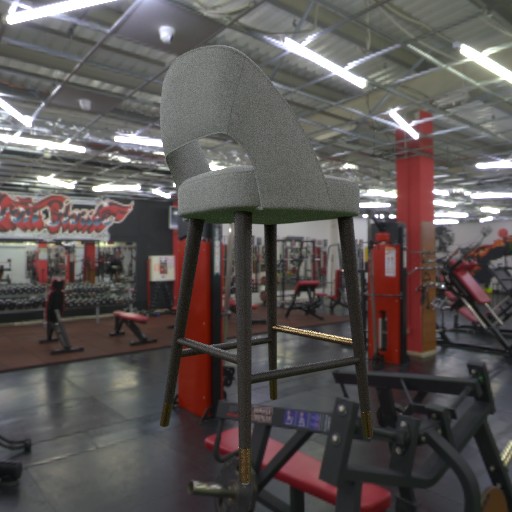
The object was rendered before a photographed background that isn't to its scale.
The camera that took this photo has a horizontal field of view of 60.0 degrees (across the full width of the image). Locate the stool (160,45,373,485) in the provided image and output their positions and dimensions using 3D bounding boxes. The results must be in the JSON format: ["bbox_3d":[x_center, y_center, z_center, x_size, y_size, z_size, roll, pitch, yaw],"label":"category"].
[{"bbox_3d":[0.000,0.000,1.298,0.509,1.037,0.494,0,0,-37],"label":"stool"}]
